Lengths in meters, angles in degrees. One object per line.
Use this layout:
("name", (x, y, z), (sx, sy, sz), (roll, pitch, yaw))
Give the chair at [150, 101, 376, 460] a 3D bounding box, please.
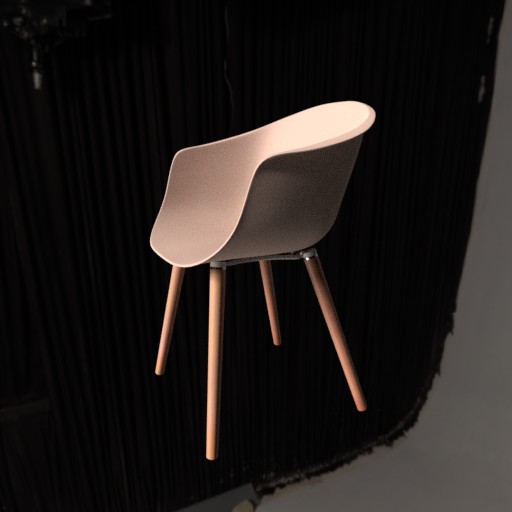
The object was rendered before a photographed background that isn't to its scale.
("chair", (0.000, 0.000, 1.160), (0.504, 0.781, 0.593), (-8, 16, -27))
